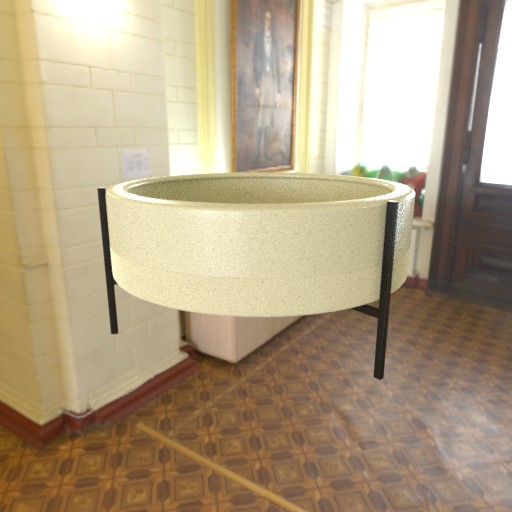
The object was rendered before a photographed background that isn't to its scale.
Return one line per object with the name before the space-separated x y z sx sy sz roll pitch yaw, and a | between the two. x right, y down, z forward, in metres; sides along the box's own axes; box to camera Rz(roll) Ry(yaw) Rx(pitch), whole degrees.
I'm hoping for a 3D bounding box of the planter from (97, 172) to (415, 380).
planter | 0.000 0.000 0.527 0.345 0.171 0.336 -3 16 -10
